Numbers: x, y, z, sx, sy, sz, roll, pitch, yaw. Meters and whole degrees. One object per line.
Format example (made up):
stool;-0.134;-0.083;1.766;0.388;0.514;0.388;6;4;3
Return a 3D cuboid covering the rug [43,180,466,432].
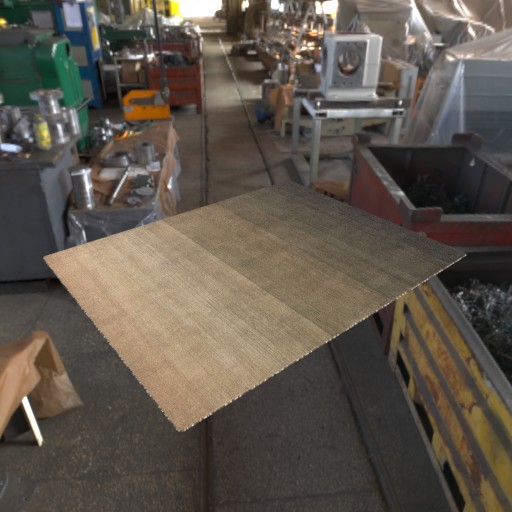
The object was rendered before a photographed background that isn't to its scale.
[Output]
rug;0.000;0.000;3.857;2.902;0.017;2.306;-23;37;-33
